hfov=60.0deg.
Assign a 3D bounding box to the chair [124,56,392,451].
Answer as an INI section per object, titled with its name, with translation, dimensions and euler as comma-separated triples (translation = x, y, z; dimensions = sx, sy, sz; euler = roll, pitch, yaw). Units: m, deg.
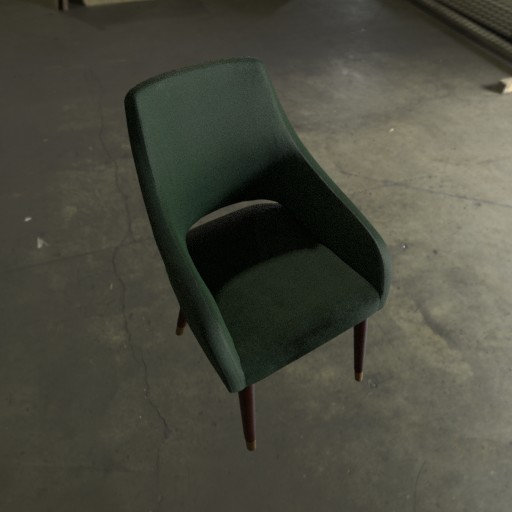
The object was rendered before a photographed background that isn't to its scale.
[chair]
translation = 0.000, 0.000, 1.575
dimensions = 0.683, 1.081, 0.794
euler = -24, 51, -22
